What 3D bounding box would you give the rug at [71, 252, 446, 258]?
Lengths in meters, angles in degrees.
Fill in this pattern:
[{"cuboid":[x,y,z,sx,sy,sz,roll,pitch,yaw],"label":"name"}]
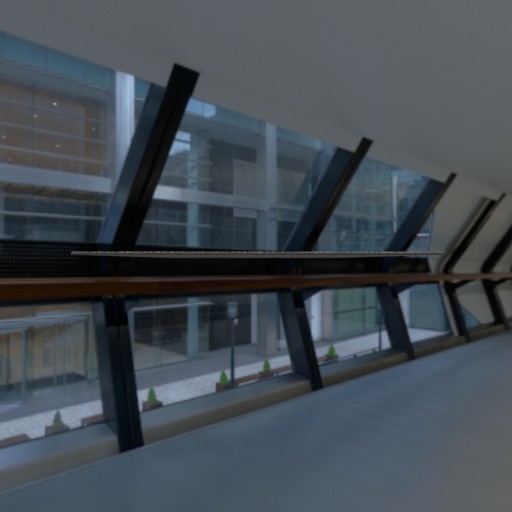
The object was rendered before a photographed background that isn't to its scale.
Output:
[{"cuboid":[0.000,0.000,2.272,1.175,0.008,1.783,0,-1,-1],"label":"rug"}]
